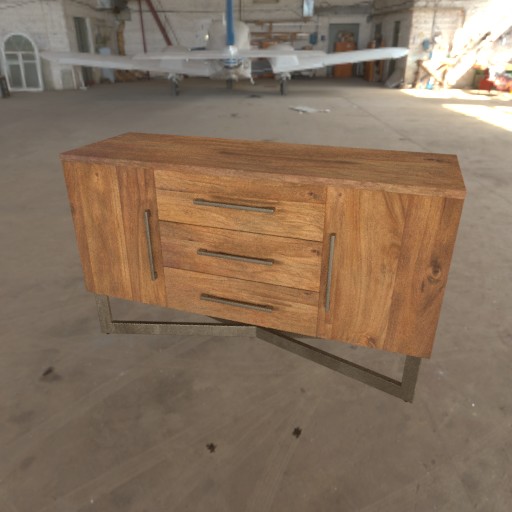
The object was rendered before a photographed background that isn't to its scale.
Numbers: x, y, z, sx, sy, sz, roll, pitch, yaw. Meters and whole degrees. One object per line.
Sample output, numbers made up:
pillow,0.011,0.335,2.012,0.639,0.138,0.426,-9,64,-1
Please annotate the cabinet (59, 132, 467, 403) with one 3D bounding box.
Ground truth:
cabinet,0.000,0.000,1.780,1.373,0.812,0.480,9,27,17
